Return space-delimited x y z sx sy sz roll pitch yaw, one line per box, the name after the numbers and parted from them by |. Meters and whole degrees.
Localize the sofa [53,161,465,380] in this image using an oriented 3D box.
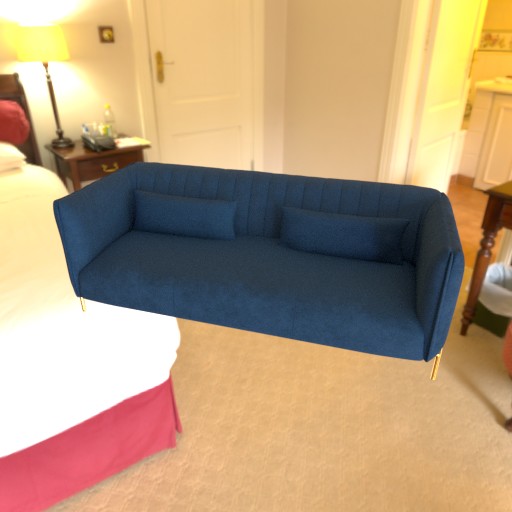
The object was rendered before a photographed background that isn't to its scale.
0.000 0.000 2.634 2.136 0.793 0.896 8 29 15 | sofa
